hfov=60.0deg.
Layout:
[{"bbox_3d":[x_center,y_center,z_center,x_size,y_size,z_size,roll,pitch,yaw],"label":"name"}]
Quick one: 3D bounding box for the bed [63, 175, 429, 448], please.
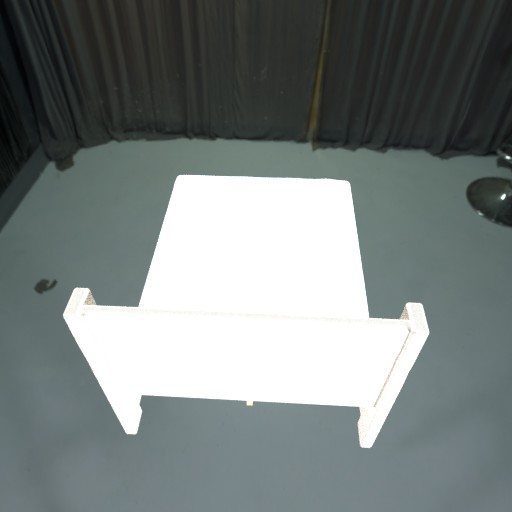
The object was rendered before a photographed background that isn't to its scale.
[{"bbox_3d":[0.000,0.000,3.442,1.778,1.471,2.293,2,47,2],"label":"bed"}]
